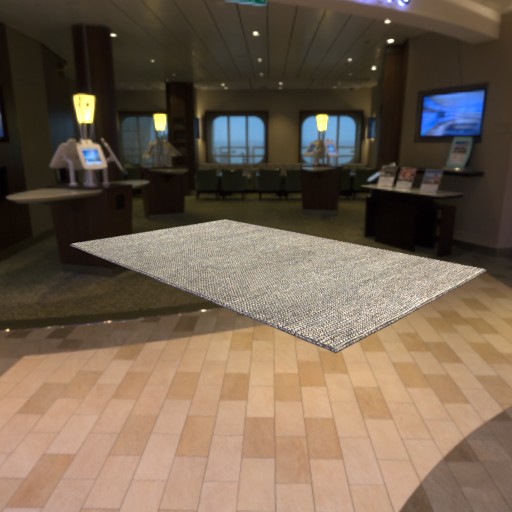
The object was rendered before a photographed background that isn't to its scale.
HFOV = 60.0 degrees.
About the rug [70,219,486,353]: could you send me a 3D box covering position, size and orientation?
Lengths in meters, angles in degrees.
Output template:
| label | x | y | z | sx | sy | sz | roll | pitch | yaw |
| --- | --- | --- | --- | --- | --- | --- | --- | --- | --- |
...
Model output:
| label | x | y | z | sx | sy | sz | roll | pitch | yaw |
| --- | --- | --- | --- | --- | --- | --- | --- | --- | --- |
| rug | 0.000 | 0.000 | 3.009 | 1.538 | 0.021 | 2.443 | -14 | 20 | -42 |
